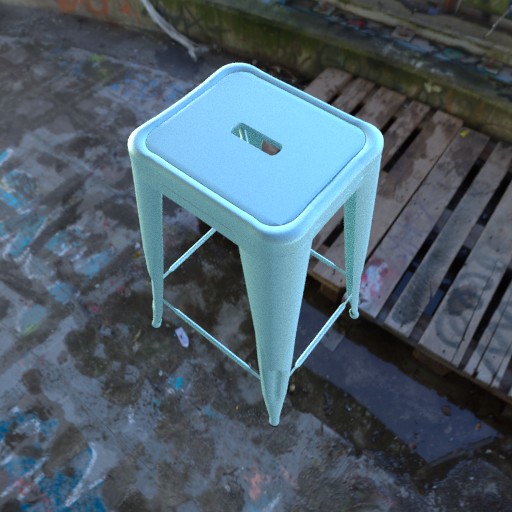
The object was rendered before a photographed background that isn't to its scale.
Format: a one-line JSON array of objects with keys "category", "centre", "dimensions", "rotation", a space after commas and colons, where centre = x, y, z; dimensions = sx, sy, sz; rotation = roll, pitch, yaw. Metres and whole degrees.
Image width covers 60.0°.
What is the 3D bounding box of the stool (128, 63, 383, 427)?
[{"category": "stool", "centre": [0.000, 0.000, 0.868], "dimensions": [0.399, 0.609, 0.359], "rotation": [34, 63, 20]}]
